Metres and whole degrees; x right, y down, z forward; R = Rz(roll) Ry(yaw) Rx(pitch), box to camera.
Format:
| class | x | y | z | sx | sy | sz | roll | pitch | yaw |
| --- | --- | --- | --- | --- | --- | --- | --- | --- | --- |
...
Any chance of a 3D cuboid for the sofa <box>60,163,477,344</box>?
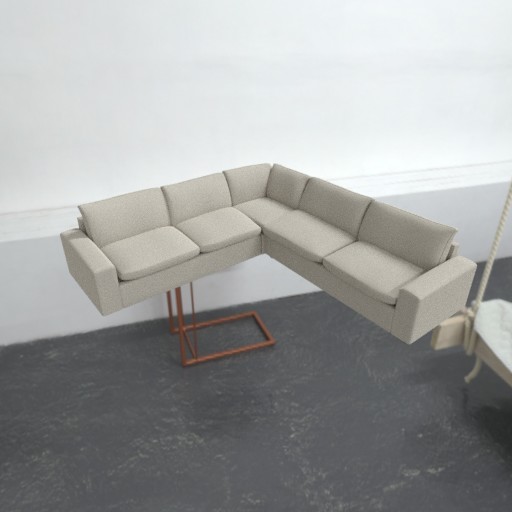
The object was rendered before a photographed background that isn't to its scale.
| class | x | y | z | sx | sy | sz | roll | pitch | yaw |
| --- | --- | --- | --- | --- | --- | --- | --- | --- | --- |
| sofa | 0.000 | 0.000 | 4.711 | 3.066 | 0.918 | 3.206 | -22 | 37 | -32 |
